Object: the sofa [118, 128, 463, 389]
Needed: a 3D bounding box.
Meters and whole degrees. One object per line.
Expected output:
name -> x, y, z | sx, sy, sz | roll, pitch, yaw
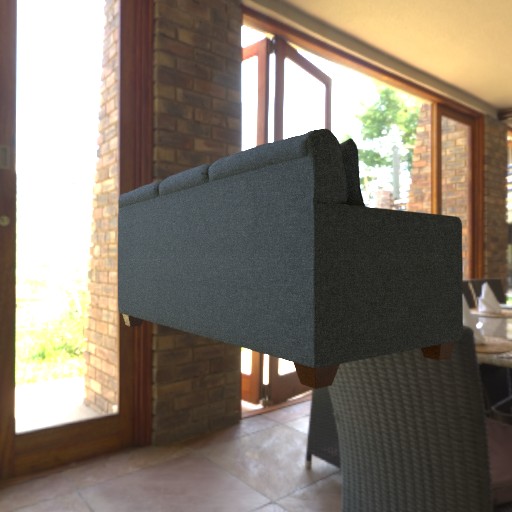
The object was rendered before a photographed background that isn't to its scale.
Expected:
sofa -> 0.000, 0.000, 2.596 | 0.997, 0.958, 2.024 | 0, -1, -36
